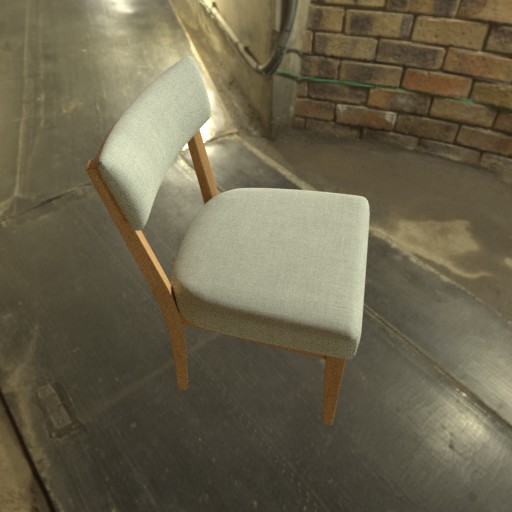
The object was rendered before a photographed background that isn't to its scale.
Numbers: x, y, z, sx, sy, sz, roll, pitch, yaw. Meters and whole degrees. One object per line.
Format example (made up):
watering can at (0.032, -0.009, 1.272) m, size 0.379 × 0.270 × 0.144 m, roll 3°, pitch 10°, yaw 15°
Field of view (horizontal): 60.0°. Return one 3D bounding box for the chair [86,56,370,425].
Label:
chair at (0.000, 0.000, 1.181) m, size 0.572 × 0.832 × 0.508 m, roll 9°, pitch 46°, yaw 9°
